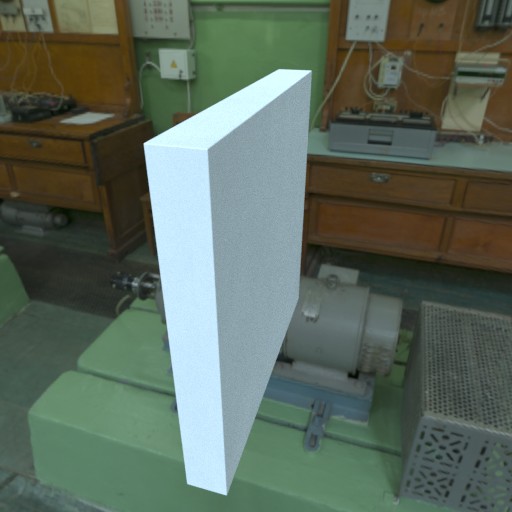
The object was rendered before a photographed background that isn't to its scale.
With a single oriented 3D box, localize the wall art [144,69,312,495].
[{"bbox_3d":[0.000,0.000,0.439,0.038,0.305,0.305,8,31,14],"label":"wall art"}]
